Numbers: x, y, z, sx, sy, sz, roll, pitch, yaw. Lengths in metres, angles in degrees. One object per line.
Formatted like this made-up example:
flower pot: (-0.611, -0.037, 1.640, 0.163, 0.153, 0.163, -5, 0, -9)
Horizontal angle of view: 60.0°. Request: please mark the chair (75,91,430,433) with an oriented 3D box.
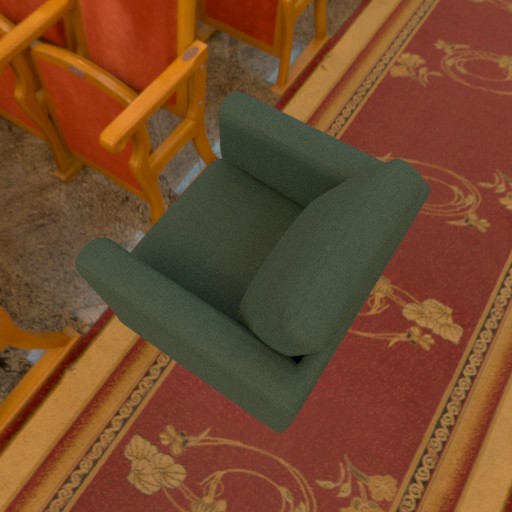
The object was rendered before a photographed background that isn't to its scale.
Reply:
chair: (0.000, 0.000, 1.562, 0.800, 0.927, 0.855, 31, 68, 14)
